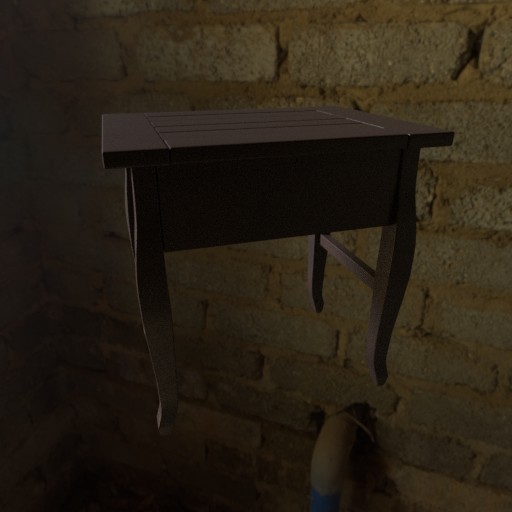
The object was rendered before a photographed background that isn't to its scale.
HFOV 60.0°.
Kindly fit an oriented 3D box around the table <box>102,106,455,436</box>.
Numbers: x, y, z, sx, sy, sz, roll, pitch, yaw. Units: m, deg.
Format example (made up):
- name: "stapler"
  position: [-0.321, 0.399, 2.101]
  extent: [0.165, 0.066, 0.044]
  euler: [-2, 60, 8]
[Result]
- name: "table"
  position: [0.000, 0.000, 1.033]
  extent: [0.602, 0.605, 0.460]
  euler: [-7, 25, -16]
